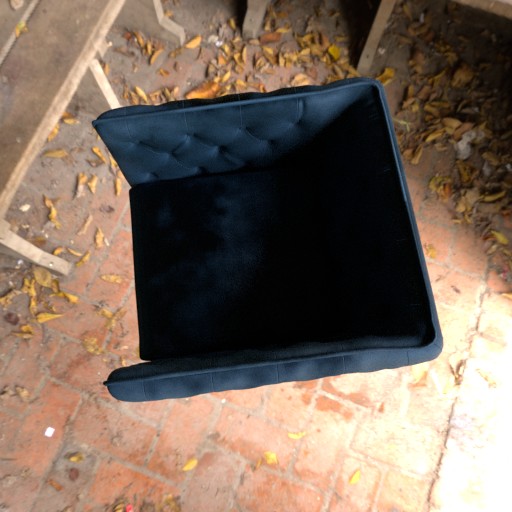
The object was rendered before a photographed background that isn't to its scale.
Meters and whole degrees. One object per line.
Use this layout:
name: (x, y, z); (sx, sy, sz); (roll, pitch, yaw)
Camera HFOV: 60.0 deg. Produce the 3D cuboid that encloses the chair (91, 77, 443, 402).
chair: (0.000, 0.000, 1.554); (0.877, 0.771, 0.868); (-7, 76, -2)
